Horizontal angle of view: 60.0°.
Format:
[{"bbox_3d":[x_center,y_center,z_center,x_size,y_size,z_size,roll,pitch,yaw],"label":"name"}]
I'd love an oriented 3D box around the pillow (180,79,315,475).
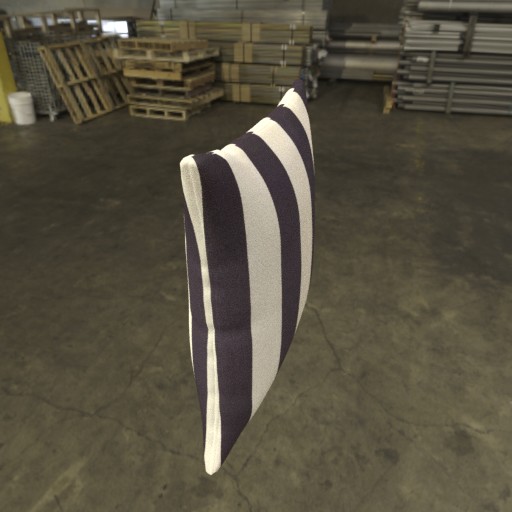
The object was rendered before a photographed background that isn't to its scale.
[{"bbox_3d":[0.000,0.000,0.803,0.189,0.526,0.536,9,32,14],"label":"pillow"}]
